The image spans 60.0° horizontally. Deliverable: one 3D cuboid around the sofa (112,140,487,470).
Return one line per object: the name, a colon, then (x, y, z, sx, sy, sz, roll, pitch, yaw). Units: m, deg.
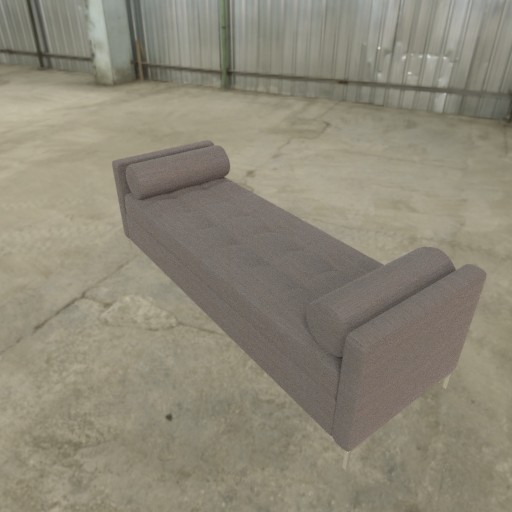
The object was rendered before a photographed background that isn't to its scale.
sofa: (0.000, 0.000, 2.299, 0.686, 0.635, 1.981, -22, 38, -31)
